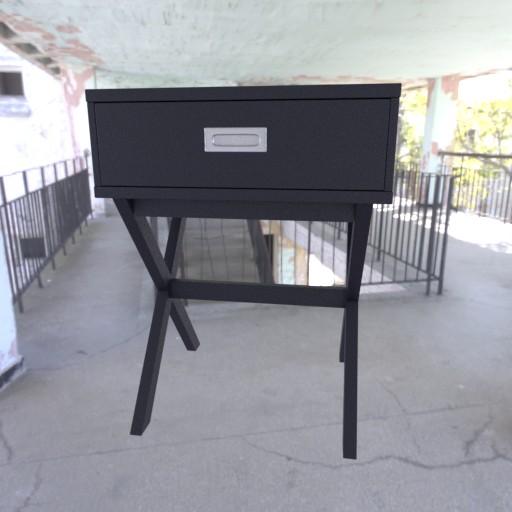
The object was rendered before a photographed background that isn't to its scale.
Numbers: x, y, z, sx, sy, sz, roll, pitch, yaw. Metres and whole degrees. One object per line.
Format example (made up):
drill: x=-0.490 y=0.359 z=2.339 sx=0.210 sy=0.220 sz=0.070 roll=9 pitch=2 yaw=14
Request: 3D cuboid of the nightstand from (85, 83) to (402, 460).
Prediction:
nightstand: x=0.000 y=0.000 z=0.926 sx=0.479 sy=0.623 sz=0.402 roll=2 pitch=15 yaw=9
